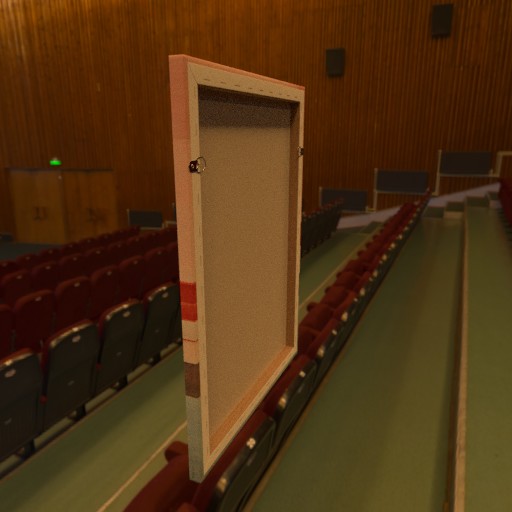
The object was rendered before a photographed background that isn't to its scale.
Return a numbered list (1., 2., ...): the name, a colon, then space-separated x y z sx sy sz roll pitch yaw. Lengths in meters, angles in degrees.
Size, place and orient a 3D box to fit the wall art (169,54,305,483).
1. wall art: 0.000 0.000 1.340 0.039 1.016 0.761 7 17 23
